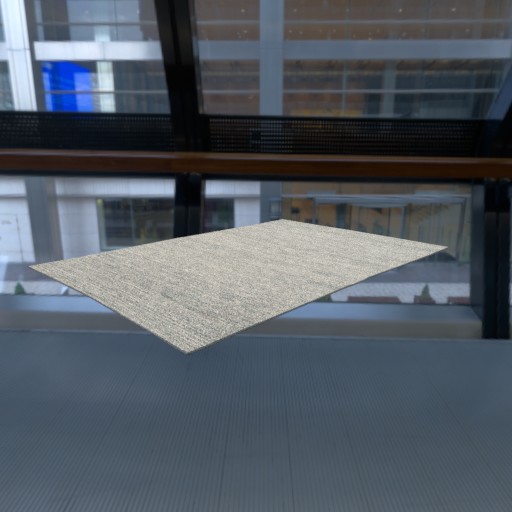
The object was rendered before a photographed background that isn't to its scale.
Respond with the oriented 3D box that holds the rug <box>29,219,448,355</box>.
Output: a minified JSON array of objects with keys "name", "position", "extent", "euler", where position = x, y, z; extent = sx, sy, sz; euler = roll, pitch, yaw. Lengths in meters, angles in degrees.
[{"name":"rug","position":[0.000,0.000,2.962],"extent":[2.338,0.030,1.616],"euler":[-14,20,-43]}]
